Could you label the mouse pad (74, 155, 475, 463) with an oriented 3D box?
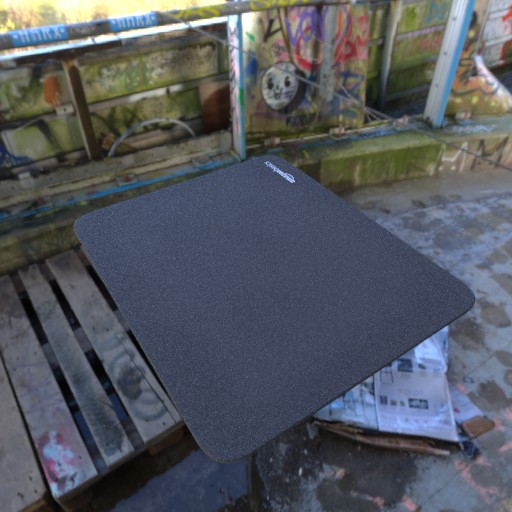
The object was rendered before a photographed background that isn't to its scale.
[{"bbox_3d":[0.000,0.000,0.335,0.211,0.002,0.249,-24,46,-25],"label":"mouse pad"}]
